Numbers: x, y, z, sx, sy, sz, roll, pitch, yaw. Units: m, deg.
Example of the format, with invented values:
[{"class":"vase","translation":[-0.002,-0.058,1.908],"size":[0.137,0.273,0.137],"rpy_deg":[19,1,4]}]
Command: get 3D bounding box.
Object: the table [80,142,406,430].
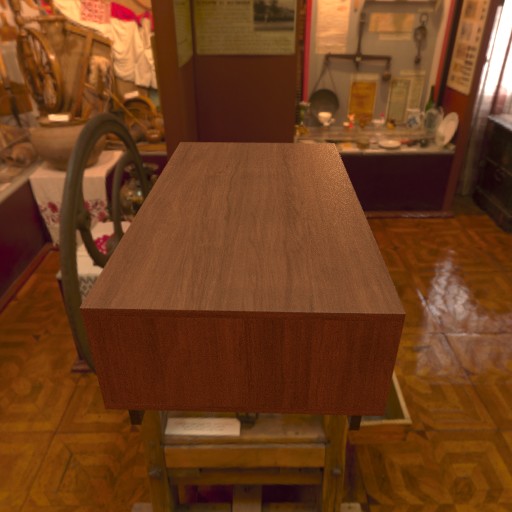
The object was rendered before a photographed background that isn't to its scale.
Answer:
[{"class":"table","translation":[0.000,0.000,1.319],"size":[0.600,0.380,1.020],"rpy_deg":[1,31,1]}]
